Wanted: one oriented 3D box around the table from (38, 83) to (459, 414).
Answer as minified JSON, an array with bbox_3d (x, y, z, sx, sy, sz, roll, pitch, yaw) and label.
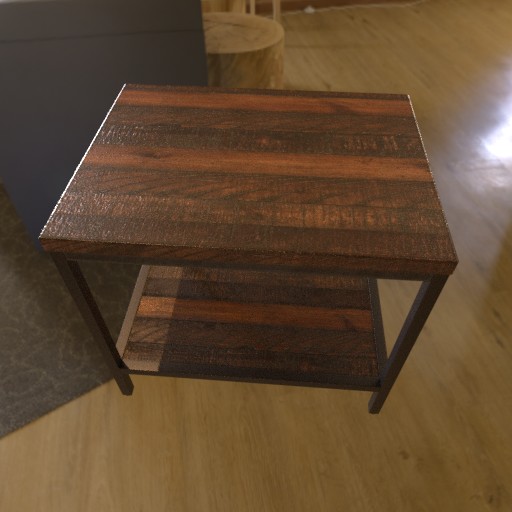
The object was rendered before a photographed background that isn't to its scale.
[{"bbox_3d":[0.000,0.000,1.112,0.678,0.612,0.524,3,48,3],"label":"table"}]
